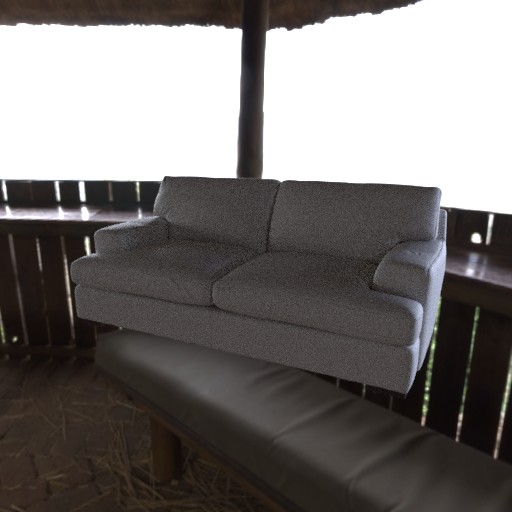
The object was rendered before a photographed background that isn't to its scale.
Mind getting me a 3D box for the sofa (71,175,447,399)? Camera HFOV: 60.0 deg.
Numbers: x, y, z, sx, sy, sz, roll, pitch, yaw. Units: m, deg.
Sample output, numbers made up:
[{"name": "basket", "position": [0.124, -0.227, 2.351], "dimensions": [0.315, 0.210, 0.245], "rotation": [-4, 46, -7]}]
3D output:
[{"name": "sofa", "position": [0.000, 0.000, 2.893], "dimensions": [2.261, 0.940, 1.143], "rotation": [7, 16, 26]}]
